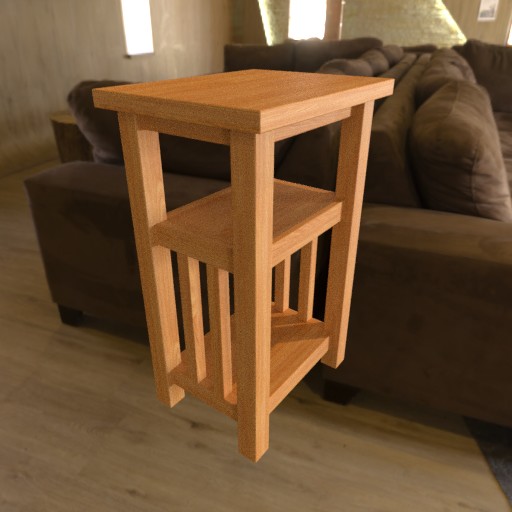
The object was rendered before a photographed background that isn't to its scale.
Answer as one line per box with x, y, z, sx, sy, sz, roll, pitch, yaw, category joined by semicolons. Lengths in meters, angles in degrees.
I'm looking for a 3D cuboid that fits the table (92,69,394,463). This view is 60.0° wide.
0.000;0.000;0.753;0.270;0.550;0.350;19;33;32;table
